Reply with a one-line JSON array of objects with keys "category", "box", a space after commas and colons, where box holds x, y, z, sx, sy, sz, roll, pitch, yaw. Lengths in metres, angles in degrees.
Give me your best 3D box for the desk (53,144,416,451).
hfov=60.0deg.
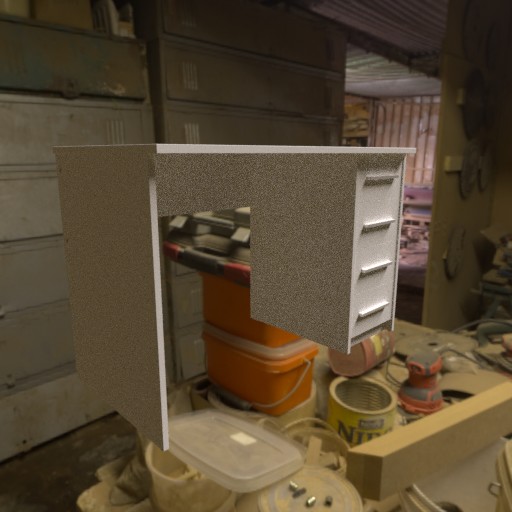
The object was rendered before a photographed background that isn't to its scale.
[{"category": "desk", "box": [0.000, 0.000, 1.536, 1.096, 0.730, 0.560, -12, 18, -42]}]
